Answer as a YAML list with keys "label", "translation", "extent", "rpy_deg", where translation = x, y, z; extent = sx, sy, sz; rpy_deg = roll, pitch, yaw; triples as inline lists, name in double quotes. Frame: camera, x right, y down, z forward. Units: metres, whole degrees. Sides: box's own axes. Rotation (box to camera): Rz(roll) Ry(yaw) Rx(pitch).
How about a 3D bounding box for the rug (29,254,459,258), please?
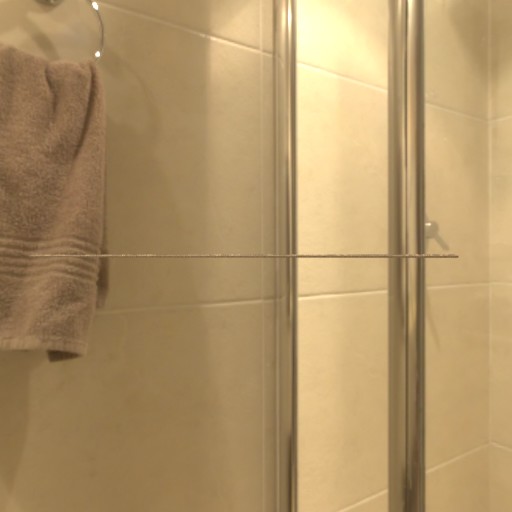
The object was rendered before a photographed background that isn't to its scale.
- label: "rug"
  translation: [0.000, 0.000, 3.519]
  extent: [2.746, 0.018, 1.819]
  rpy_deg: [0, 0, 18]
